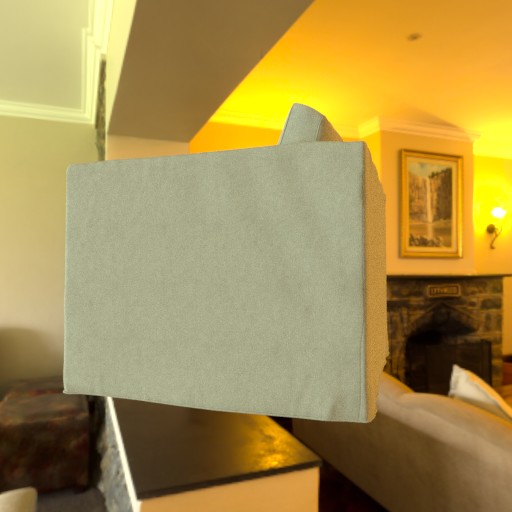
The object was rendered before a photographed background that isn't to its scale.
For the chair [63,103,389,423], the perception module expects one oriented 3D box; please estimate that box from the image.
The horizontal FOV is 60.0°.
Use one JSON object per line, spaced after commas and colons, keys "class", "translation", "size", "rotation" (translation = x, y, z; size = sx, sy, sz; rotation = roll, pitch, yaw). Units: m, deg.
{"class": "chair", "translation": [0.000, 0.000, 1.710], "size": [0.949, 0.863, 1.057], "rotation": [-1, -2, 19]}
